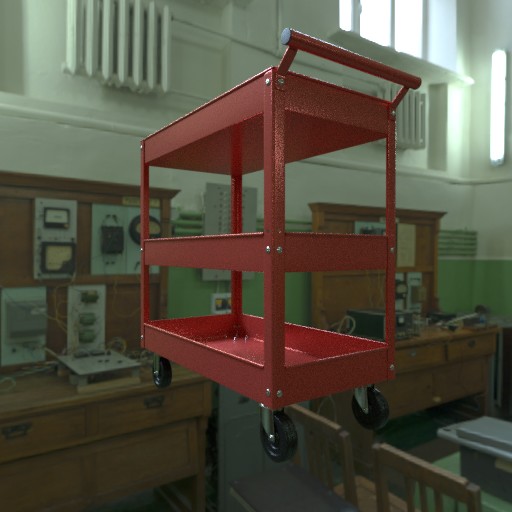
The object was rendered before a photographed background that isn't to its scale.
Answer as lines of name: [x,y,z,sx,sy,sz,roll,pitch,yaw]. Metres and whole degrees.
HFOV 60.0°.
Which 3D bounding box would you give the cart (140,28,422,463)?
cart: [0.000,0.000,1.144,0.366,0.780,0.719,0,1,-35]
